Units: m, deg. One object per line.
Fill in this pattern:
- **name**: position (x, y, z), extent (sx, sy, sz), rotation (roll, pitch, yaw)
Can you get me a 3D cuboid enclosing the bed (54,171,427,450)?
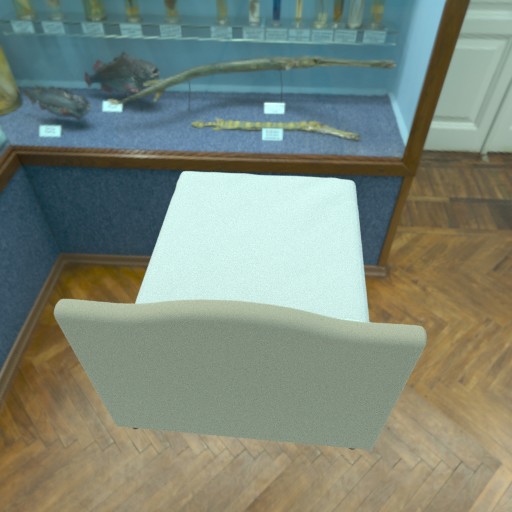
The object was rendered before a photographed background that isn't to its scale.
- **bed**: position (0.000, 0.000, 3.220), extent (1.753, 1.460, 2.143), rotation (4, 47, 4)
